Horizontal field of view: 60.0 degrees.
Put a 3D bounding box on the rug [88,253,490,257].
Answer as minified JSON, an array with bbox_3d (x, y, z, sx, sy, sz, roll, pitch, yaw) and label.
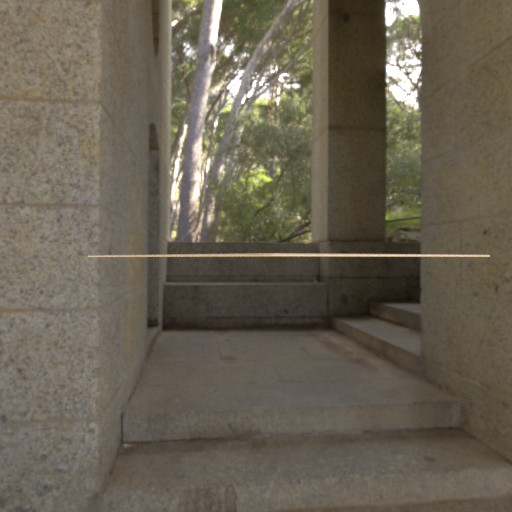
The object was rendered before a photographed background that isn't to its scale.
[{"bbox_3d":[0.000,0.000,2.905,1.524,0.011,2.286,0,0,-36],"label":"rug"}]
